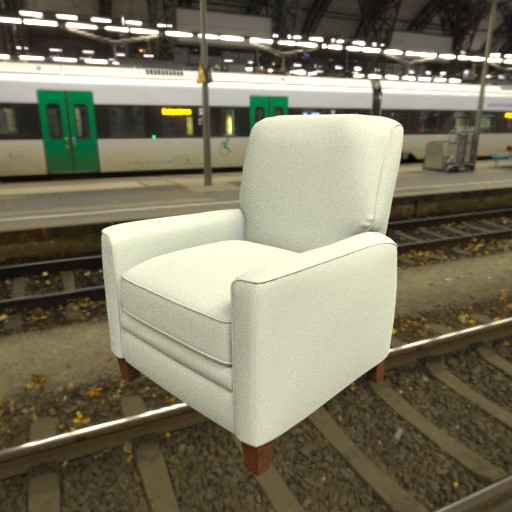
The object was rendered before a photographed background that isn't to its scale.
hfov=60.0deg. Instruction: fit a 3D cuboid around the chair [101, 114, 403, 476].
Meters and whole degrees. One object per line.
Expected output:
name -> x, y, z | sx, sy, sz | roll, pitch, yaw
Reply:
chair -> 0.000, 0.000, 1.641 | 0.853, 1.007, 0.846 | 15, 22, 42
